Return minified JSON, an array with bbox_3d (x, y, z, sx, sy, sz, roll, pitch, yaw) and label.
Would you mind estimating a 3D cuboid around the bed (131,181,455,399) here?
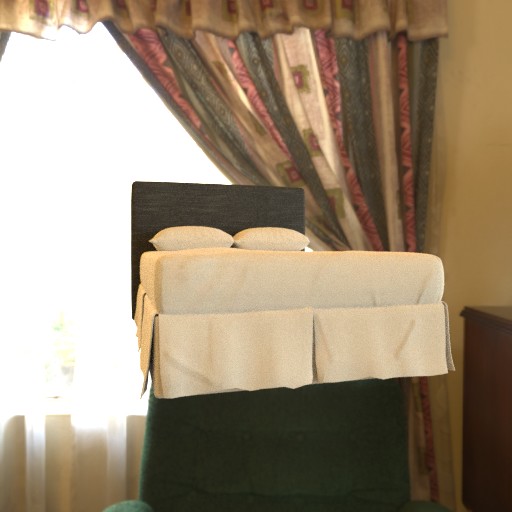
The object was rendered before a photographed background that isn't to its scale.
[{"bbox_3d":[0.000,0.000,3.217,1.723,1.330,2.142,0,1,-17],"label":"bed"}]
